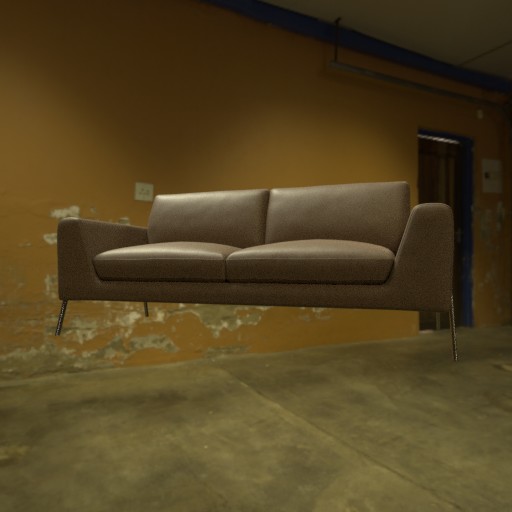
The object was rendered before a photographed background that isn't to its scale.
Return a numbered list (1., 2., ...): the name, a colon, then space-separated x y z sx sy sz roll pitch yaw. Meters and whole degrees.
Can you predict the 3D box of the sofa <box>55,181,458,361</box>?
1. sofa: 0.000 0.000 2.545 2.017 0.875 0.953 0 -1 18
